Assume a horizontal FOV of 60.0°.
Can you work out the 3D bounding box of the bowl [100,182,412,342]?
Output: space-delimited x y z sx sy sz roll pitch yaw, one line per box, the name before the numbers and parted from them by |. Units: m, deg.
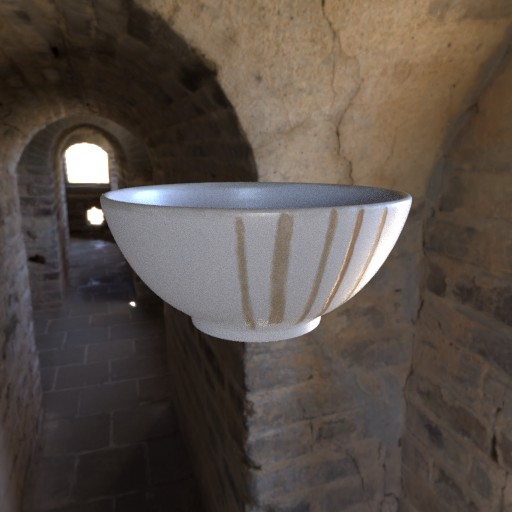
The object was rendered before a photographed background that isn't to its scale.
bowl | 0.000 0.000 0.415 0.268 0.121 0.268 0 13 0
